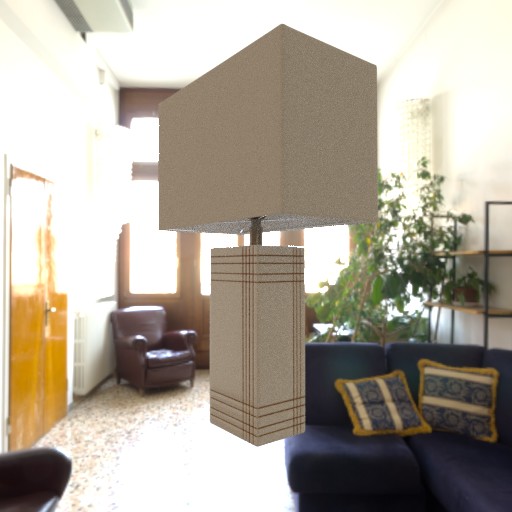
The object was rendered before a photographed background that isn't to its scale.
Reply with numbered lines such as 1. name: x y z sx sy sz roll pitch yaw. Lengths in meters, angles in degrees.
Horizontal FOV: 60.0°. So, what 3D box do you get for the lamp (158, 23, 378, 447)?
1. lamp: 0.000 0.000 0.704 0.182 0.543 0.334 1 -2 -38
